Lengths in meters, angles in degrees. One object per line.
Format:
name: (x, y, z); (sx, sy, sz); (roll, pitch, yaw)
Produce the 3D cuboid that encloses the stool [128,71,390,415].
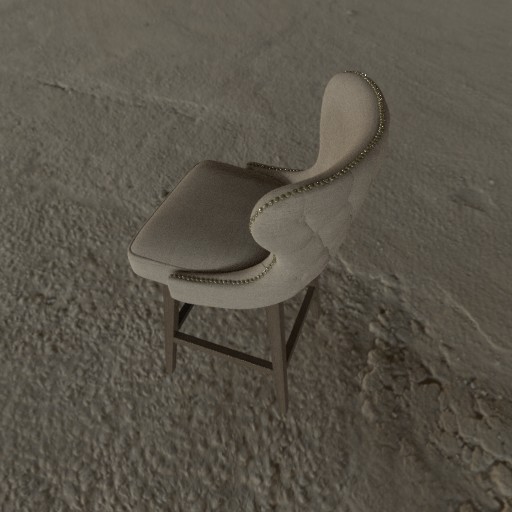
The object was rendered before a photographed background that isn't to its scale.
stool: (0.000, 0.000, 1.339); (0.597, 0.972, 0.615); (15, 48, 14)
